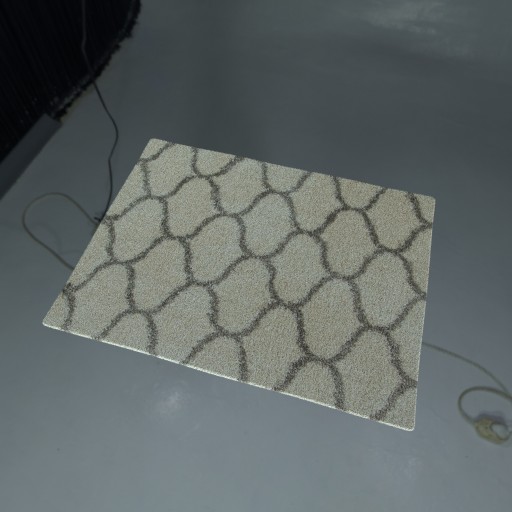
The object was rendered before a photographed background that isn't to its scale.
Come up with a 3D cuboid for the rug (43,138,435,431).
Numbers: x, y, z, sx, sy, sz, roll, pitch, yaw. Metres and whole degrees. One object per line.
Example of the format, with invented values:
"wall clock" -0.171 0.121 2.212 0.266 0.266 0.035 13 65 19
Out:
"rug" 0.000 0.000 2.122 1.600 0.025 1.200 14 59 9
